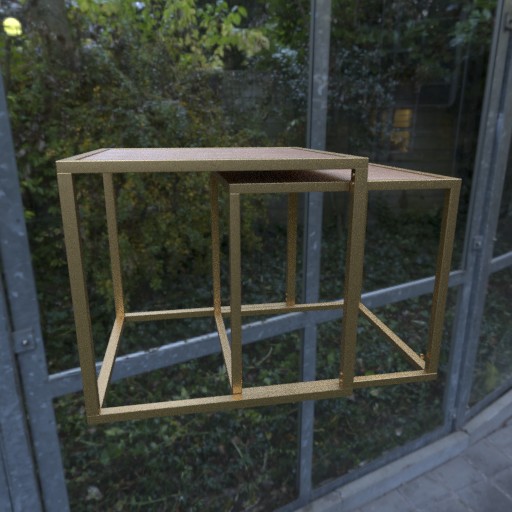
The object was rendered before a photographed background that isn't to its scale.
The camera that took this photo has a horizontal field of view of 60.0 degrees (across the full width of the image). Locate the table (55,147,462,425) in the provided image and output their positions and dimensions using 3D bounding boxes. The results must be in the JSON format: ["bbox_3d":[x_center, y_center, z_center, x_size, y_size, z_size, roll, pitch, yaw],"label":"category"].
[{"bbox_3d":[0.000,0.000,1.098,0.762,0.505,0.505,-3,16,-10],"label":"table"}]
